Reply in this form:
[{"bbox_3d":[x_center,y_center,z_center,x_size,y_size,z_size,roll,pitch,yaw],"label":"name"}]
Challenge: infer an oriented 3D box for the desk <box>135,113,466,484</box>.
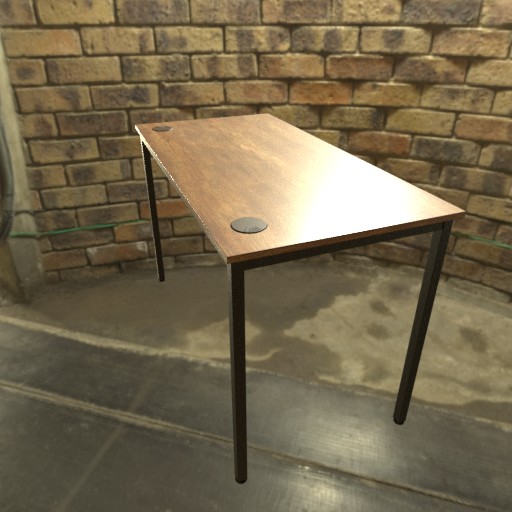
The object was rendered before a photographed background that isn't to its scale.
[{"bbox_3d":[0.000,0.000,1.627,0.600,0.749,1.200,-11,31,-19],"label":"desk"}]
